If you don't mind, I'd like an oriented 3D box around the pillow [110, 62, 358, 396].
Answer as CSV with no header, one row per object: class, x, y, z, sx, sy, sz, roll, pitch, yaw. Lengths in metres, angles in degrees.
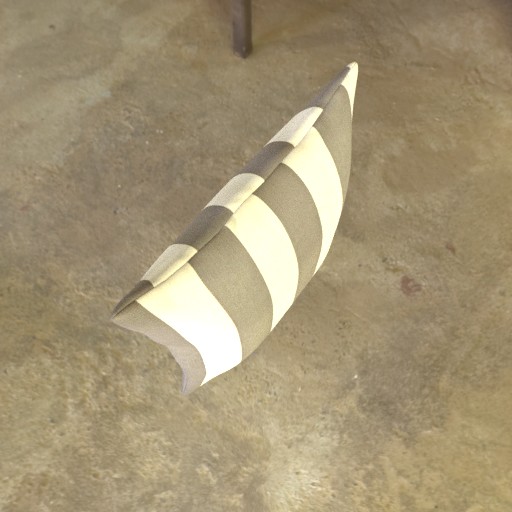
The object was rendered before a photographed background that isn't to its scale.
pillow,0.000,0.000,0.807,0.192,0.507,0.522,34,68,16
